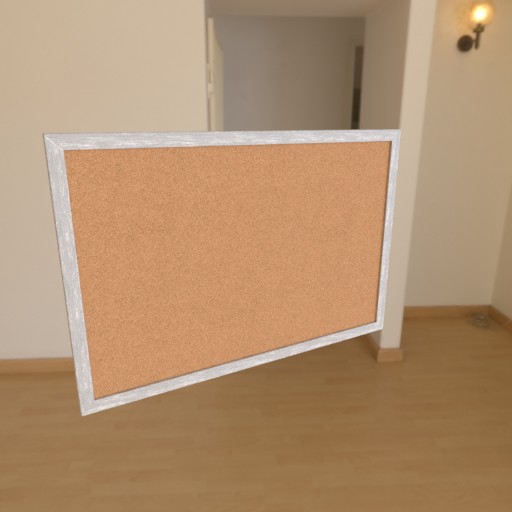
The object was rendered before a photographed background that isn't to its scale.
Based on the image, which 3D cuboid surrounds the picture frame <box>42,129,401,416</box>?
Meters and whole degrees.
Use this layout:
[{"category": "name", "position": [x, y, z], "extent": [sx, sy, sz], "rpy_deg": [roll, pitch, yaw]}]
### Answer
[{"category": "picture frame", "position": [0.000, 0.000, 1.179], "extent": [0.950, 0.640, 0.029], "rpy_deg": [-9, 19, -27]}]
